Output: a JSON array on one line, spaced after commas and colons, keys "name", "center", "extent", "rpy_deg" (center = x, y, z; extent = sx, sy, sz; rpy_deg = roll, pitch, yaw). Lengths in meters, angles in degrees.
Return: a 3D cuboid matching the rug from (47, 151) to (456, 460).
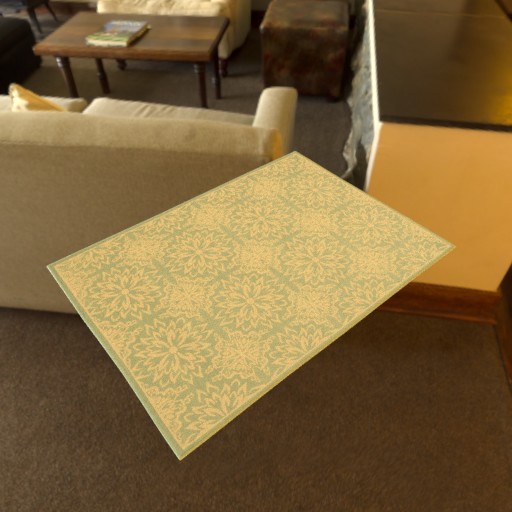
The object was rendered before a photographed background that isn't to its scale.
[{"name": "rug", "center": [0.000, 0.000, 2.932], "extent": [2.205, 0.014, 1.589], "rpy_deg": [-30, 52, -27]}]
